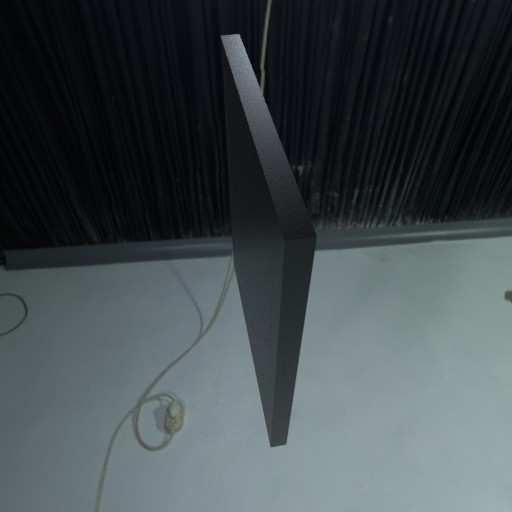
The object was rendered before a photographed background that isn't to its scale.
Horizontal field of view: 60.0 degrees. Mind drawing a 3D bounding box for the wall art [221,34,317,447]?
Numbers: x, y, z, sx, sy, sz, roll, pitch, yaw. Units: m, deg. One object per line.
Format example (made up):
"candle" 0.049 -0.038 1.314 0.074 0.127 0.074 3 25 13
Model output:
"wall art" 0.000 0.000 0.770 0.031 0.558 0.461 -8 49 -7
